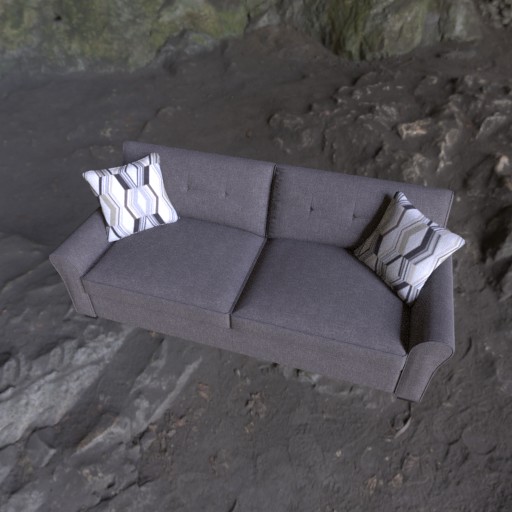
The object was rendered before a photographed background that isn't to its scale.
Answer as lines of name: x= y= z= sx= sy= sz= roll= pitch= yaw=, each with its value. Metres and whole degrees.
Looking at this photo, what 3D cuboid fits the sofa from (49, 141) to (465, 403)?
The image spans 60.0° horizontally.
sofa: x=0.000 y=0.000 z=2.456 sx=2.032 sy=0.813 sz=0.889 roll=12 pitch=42 yaw=13
